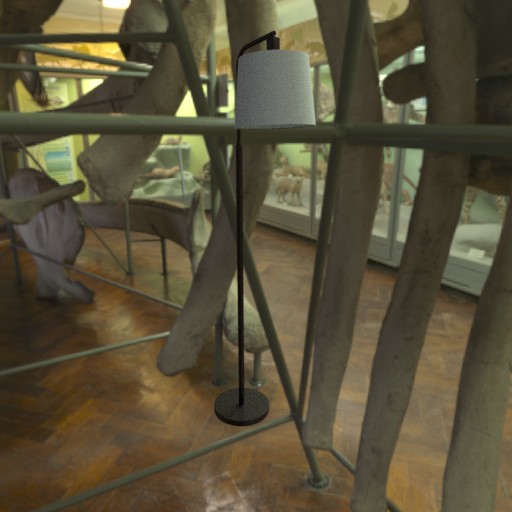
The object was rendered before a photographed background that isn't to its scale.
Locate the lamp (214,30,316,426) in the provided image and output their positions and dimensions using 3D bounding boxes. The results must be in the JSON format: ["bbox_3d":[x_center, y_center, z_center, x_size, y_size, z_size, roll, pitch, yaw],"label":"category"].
[{"bbox_3d":[0.000,0.000,1.643,0.254,1.478,0.508,-9,19,-28],"label":"lamp"}]
